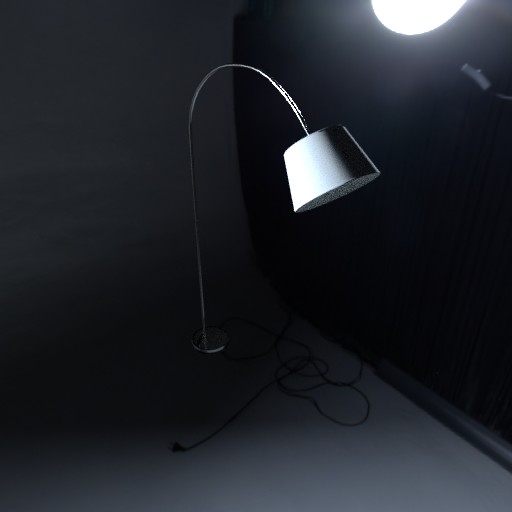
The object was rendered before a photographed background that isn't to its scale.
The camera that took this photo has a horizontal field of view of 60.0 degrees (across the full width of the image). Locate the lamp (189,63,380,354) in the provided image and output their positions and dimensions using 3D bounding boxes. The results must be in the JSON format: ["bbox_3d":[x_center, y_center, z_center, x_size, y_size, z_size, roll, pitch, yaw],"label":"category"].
[{"bbox_3d":[0.000,0.000,2.639,0.406,2.098,1.445,-22,37,-33],"label":"lamp"}]
